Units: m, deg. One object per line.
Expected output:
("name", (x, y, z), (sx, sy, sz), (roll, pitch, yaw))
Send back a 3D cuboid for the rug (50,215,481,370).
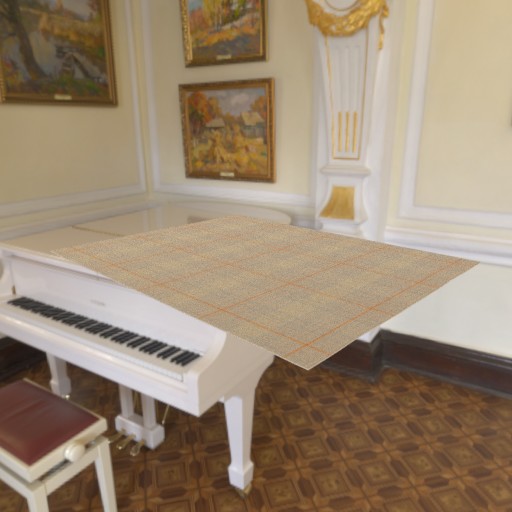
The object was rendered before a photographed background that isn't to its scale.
("rug", (0.000, 0.000, 3.998), (3.051, 0.021, 2.448), (15, 22, 42))
